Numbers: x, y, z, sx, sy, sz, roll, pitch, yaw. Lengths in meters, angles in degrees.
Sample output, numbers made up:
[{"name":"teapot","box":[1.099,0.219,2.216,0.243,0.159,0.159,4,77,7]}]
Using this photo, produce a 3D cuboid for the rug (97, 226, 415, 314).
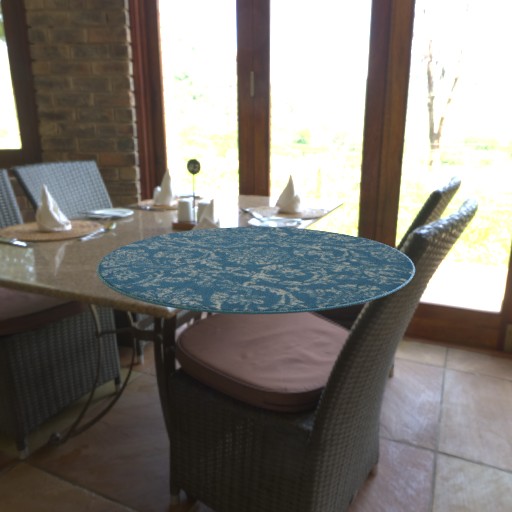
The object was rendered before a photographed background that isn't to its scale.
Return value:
[{"name":"rug","box":[0.000,0.000,2.348,1.593,0.012,1.593,0,15,0]}]
